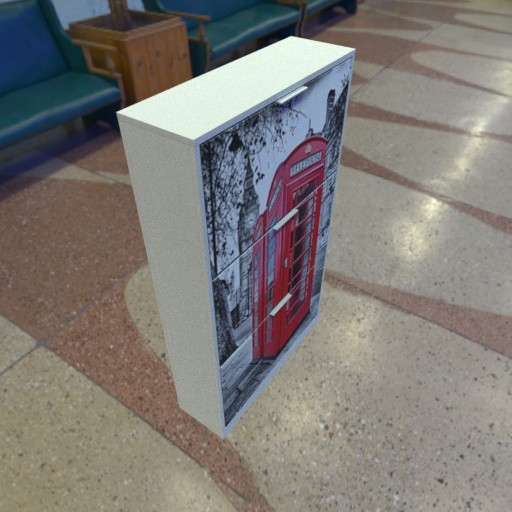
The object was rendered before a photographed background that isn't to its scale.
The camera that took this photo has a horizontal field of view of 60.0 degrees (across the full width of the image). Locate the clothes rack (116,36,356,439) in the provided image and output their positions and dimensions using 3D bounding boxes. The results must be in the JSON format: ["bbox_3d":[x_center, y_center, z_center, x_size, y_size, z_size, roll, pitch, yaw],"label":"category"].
[{"bbox_3d":[0.000,0.000,1.610,0.250,1.280,0.750,25,47,26],"label":"clothes rack"}]
